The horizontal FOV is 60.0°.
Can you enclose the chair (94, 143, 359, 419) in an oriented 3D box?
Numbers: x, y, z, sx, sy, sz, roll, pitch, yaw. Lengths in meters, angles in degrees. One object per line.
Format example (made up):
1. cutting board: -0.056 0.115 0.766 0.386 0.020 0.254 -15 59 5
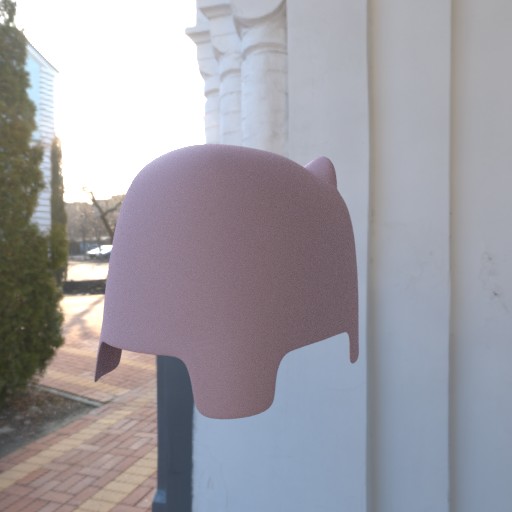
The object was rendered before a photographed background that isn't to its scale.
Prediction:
1. chair: 0.000 0.000 0.880 0.364 0.423 0.619 1 1 37
